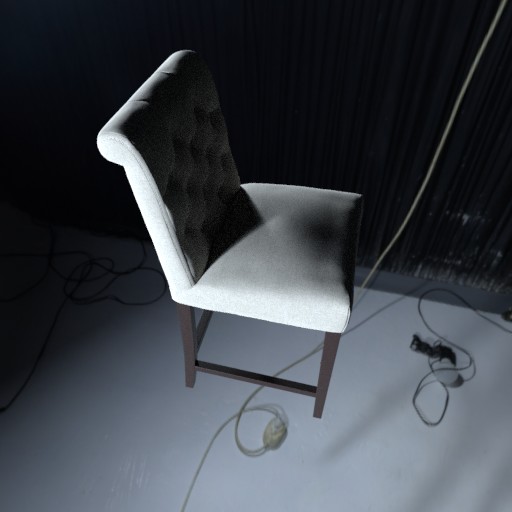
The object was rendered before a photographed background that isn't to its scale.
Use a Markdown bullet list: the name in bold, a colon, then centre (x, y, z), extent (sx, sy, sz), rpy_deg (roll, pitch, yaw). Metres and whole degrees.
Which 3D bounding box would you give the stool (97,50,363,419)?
- **stool**: centre (0.000, 0.000, 1.372), extent (0.601, 1.040, 0.493), rpy_deg (10, 46, 9)
